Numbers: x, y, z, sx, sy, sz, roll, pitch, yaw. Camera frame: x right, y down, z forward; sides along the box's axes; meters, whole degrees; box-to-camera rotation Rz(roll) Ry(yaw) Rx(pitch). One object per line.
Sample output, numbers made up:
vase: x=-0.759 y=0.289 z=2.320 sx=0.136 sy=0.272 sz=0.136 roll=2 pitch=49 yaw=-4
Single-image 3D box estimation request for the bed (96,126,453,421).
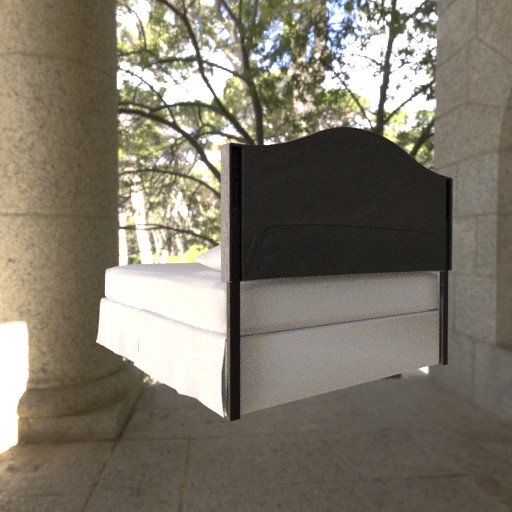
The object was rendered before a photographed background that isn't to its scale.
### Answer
bed: x=0.000 y=0.000 z=2.968 sx=1.610 sy=1.295 sz=1.870 roll=-1 pitch=1 yaw=-35
